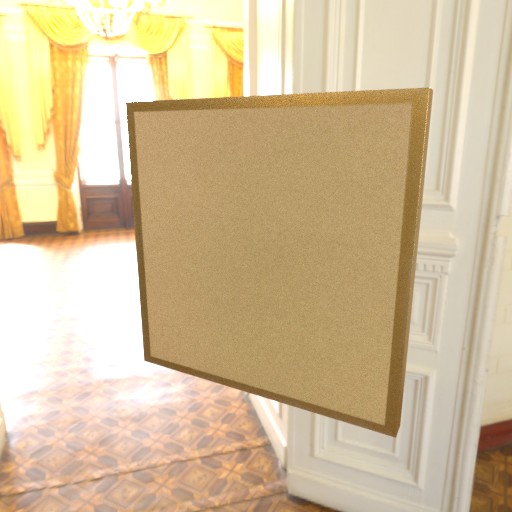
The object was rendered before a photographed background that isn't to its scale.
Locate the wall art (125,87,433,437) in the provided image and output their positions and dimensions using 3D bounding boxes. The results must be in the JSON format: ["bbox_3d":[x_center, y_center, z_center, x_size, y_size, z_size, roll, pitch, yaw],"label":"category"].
[{"bbox_3d":[0.000,0.000,0.750,0.510,0.509,0.033,8,17,27],"label":"wall art"}]
